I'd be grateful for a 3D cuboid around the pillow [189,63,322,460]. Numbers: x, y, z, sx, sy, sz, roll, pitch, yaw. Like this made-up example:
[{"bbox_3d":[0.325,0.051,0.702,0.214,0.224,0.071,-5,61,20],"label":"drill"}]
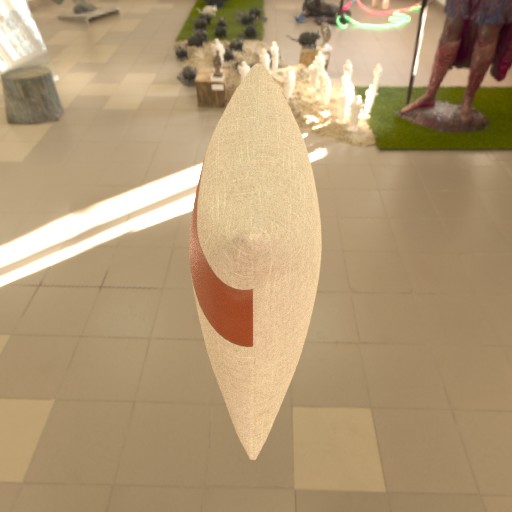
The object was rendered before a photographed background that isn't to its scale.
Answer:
[{"bbox_3d":[0.000,0.000,0.628,0.173,0.399,0.414,1,41,1],"label":"pillow"}]
